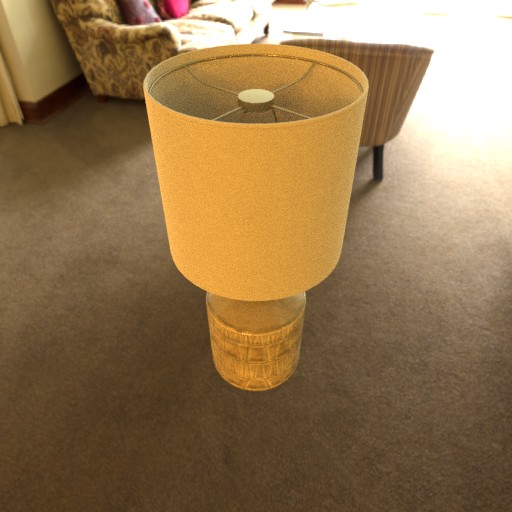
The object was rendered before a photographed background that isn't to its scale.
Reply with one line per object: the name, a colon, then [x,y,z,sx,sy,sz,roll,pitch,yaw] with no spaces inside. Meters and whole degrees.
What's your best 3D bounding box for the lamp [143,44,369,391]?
lamp: [0.000,0.000,0.572,0.211,0.455,0.211,-25,47,-26]
